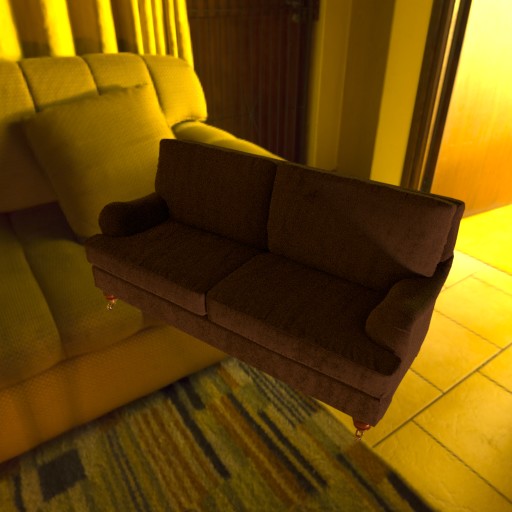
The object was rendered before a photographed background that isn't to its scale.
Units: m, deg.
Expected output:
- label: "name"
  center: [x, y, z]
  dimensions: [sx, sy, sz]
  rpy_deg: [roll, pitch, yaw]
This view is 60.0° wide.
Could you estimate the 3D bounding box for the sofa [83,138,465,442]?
- label: "sofa"
  center: [0.000, 0.000, 2.800]
  dimensions: [2.165, 1.087, 1.086]
  rpy_deg: [20, 36, 29]
